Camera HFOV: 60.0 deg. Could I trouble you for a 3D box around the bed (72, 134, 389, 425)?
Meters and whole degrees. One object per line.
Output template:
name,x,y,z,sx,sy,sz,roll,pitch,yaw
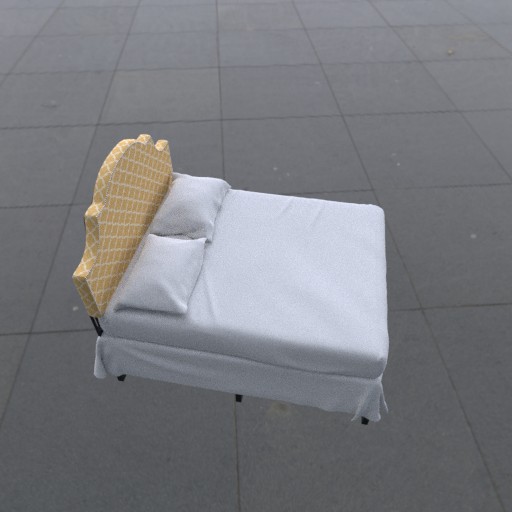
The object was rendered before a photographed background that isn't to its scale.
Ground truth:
bed,0.000,0.000,3.397,2.222,1.633,1.780,8,46,7
